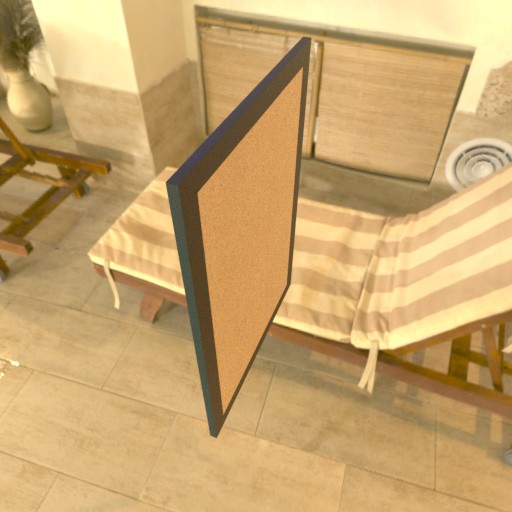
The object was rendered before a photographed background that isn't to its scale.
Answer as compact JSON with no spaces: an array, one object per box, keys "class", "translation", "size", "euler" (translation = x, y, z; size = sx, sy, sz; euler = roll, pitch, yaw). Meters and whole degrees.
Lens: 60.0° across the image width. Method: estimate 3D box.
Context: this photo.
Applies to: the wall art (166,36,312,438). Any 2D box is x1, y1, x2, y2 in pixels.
[{"class":"wall art","translation":[0.000,0.000,0.698],"size":[0.013,0.534,0.381],"euler":[17,48,16]}]
